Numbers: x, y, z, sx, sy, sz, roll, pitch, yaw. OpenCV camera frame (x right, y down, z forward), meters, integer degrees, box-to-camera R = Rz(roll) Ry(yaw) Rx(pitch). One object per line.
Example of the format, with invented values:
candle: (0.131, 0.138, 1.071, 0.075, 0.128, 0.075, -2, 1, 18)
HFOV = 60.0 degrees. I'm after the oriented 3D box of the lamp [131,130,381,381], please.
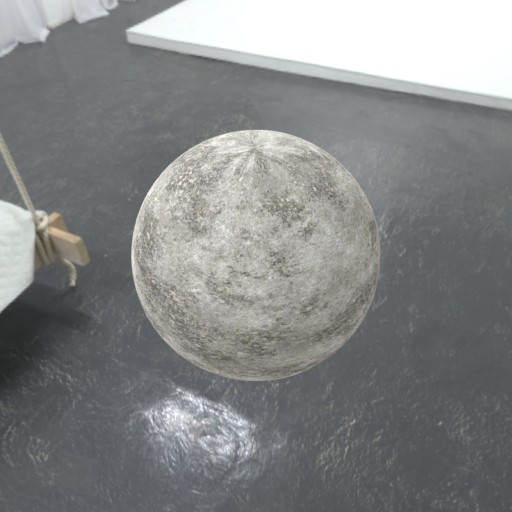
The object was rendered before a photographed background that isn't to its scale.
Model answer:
lamp: (0.000, 0.000, 0.779, 0.422, 0.429, 0.422, 0, 44, 0)
